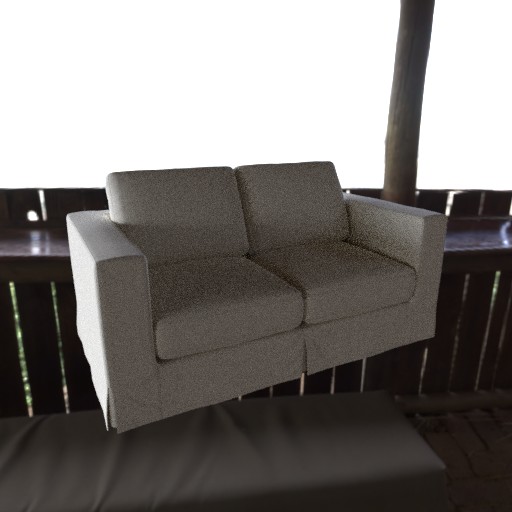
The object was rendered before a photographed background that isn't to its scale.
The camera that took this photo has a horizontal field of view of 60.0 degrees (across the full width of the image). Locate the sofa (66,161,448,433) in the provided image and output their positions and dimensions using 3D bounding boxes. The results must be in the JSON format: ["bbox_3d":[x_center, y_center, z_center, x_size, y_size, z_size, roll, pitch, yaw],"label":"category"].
[{"bbox_3d":[0.000,0.000,2.410,1.813,0.932,1.009,-9,19,-26],"label":"sofa"}]
